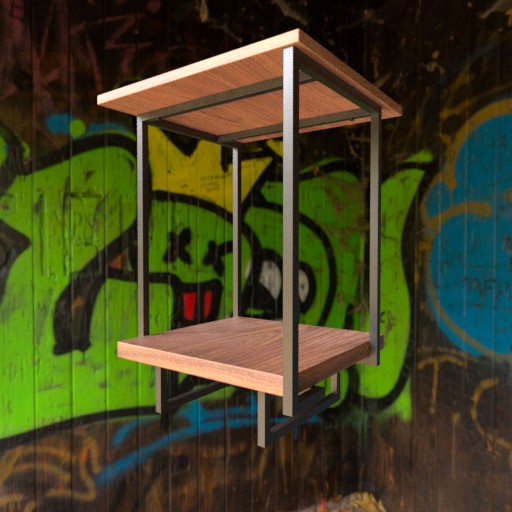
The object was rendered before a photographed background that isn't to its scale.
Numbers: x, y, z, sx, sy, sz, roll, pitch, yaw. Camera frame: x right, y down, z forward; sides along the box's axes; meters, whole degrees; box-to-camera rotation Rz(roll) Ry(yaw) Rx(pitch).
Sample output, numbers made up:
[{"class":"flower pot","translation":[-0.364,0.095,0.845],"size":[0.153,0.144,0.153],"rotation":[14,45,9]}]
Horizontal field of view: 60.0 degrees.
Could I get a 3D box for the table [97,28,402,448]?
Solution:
[{"class":"table","translation":[0.000,0.000,0.820],"size":[0.411,0.567,0.384],"rotation":[1,2,36]}]
